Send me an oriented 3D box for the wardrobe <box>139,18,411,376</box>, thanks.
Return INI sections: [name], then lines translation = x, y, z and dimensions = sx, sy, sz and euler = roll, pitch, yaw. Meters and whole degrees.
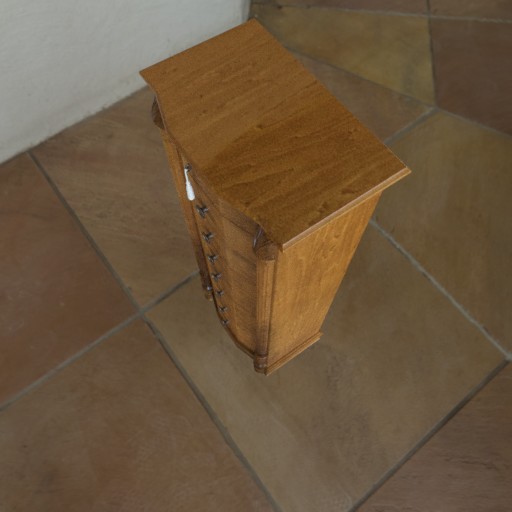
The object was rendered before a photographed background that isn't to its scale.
[wardrobe]
translation = 0.000, 0.000, 1.115
dimensions = 0.273, 0.959, 0.406
euler = -32, 68, -14
